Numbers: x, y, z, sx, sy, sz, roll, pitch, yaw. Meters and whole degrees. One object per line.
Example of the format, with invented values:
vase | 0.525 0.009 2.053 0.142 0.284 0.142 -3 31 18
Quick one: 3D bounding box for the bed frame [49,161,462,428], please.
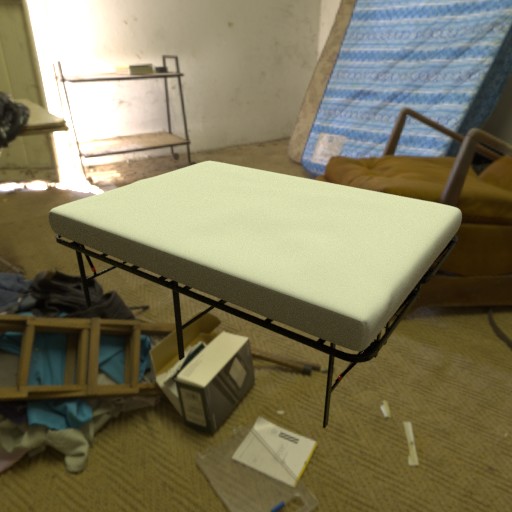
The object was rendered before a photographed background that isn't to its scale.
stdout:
bed frame | 0.000 0.000 2.573 1.905 0.637 1.372 17 31 31
